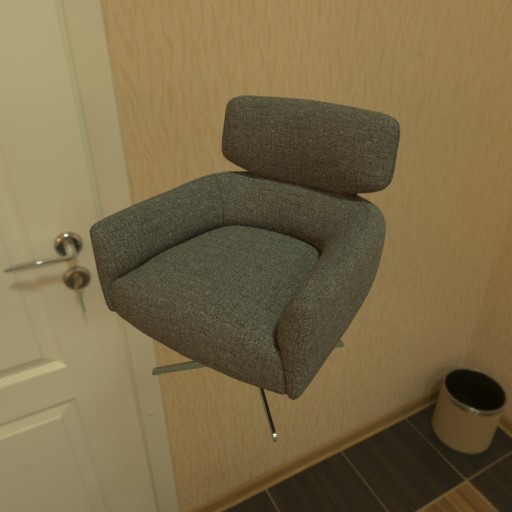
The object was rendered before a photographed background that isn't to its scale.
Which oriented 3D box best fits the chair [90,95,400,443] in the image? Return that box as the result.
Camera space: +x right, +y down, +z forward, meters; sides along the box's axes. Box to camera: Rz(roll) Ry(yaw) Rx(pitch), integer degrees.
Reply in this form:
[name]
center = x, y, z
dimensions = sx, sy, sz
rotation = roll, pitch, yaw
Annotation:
[chair]
center = 0.000, 0.000, 1.349
dimensions = 0.706, 0.812, 0.715
rotation = 18, 35, 28
